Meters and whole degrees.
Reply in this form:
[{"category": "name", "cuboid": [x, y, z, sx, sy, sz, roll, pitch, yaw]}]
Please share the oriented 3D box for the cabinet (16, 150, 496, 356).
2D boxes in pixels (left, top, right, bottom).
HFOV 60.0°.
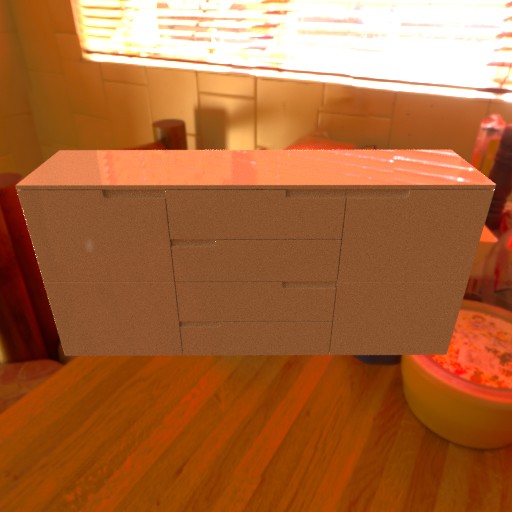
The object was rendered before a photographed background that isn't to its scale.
[{"category": "cabinet", "cuboid": [0.000, 0.000, 1.896, 1.650, 0.800, 0.400, 0, 30, 0]}]
